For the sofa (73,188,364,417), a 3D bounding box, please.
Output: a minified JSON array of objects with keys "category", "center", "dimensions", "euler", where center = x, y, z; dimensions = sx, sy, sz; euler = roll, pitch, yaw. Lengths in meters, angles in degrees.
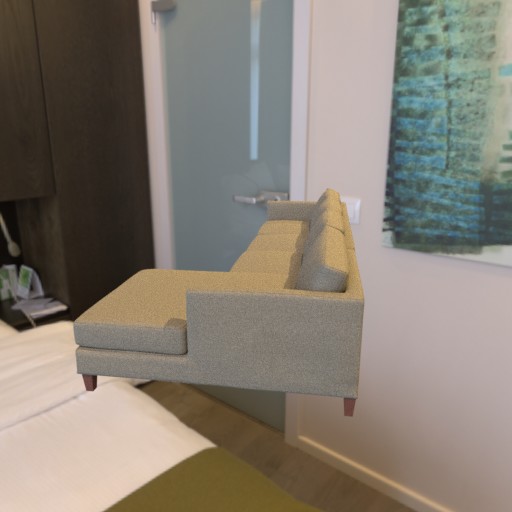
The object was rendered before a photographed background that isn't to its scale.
[{"category":"sofa","center":[0.000,0.000,3.876],"dimensions":[1.625,0.861,3.186],"euler":[3,16,9]}]
